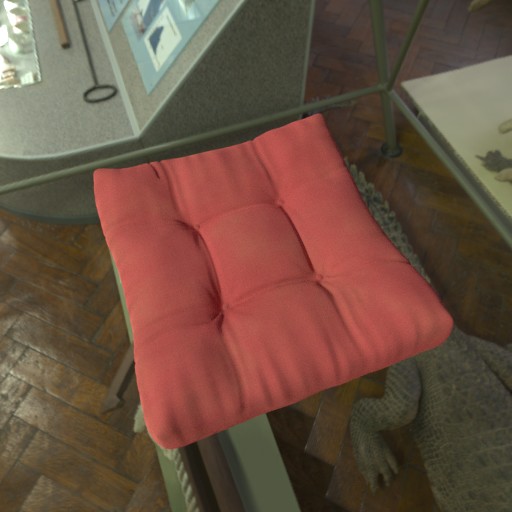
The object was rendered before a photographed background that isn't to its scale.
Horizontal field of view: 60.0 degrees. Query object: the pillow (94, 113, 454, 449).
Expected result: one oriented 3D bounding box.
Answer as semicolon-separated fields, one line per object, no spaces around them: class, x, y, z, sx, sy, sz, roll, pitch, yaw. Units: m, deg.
pillow;0.000;0.000;0.748;0.468;0.128;0.490;-17;59;-11
